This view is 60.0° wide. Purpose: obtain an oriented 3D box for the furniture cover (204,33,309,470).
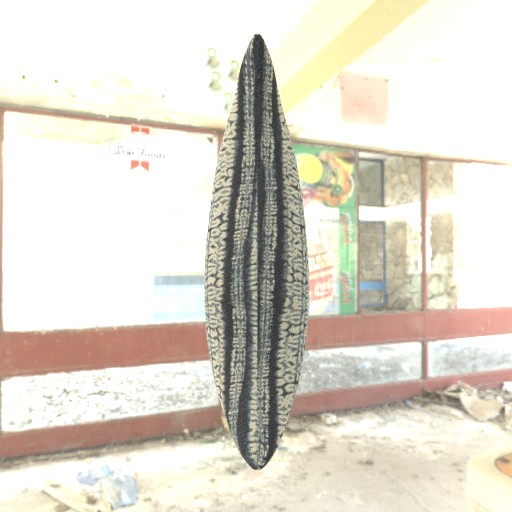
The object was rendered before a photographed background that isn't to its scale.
[{"bbox_3d":[0.000,0.000,0.647,0.133,0.435,0.425,0,-1,0],"label":"furniture cover"}]
